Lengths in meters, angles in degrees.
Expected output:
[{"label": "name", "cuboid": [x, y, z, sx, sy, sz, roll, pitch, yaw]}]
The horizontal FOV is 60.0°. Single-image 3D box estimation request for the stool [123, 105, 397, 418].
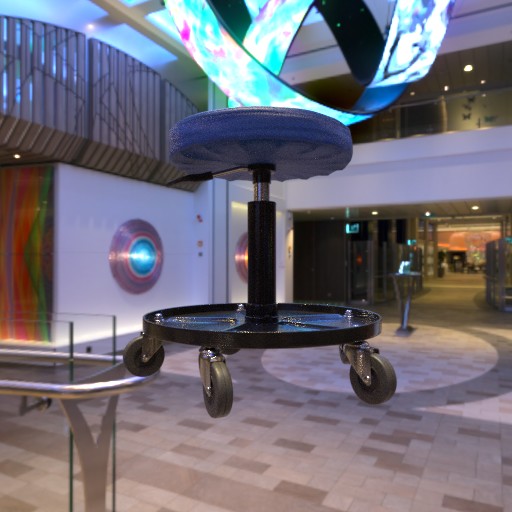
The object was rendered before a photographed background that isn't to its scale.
[{"label": "stool", "cuboid": [0.000, 0.000, 0.668, 0.382, 0.365, 0.381, 0, -1, -18]}]
